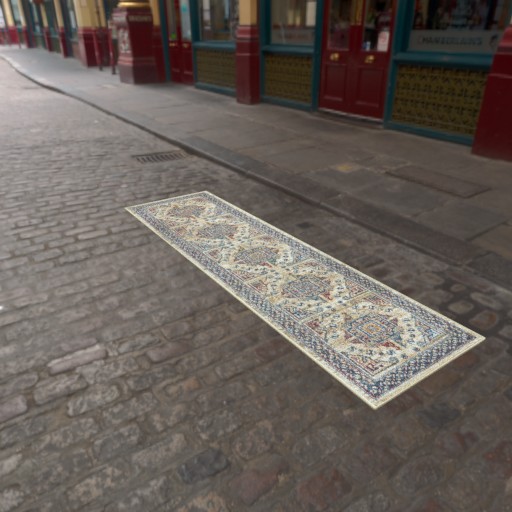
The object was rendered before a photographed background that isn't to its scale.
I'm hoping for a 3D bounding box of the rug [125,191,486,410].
[{"bbox_3d":[0.000,0.000,2.464,0.661,0.013,2.297,-17,32,-31],"label":"rug"}]
